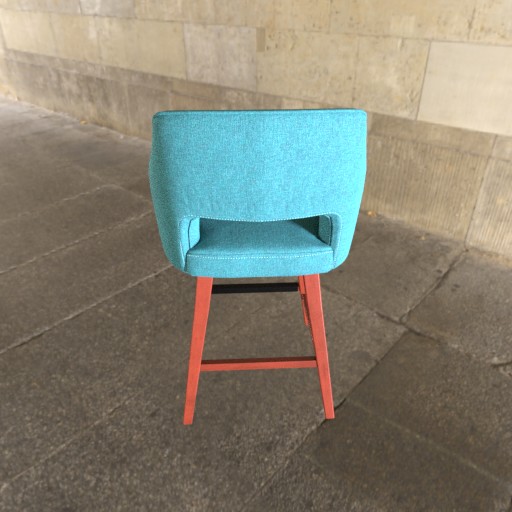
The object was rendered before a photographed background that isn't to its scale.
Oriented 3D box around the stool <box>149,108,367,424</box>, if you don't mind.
[{"bbox_3d":[0.000,0.000,1.310,0.548,0.961,0.556,-1,31,-2],"label":"stool"}]
